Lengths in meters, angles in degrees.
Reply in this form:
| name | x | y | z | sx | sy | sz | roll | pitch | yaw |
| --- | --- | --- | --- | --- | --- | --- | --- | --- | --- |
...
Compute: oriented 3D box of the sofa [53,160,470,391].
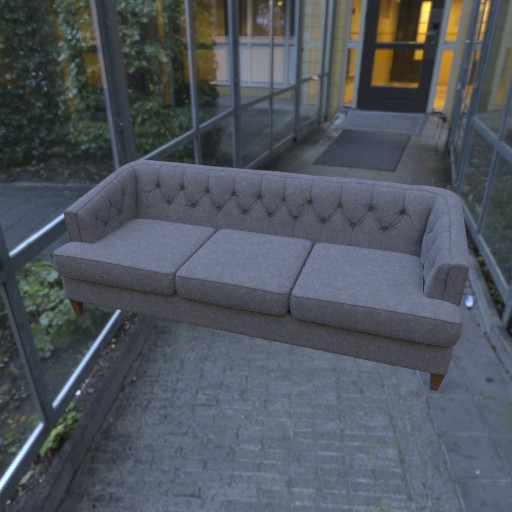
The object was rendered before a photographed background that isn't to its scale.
| name | x | y | z | sx | sy | sz | roll | pitch | yaw |
| --- | --- | --- | --- | --- | --- | --- | --- | --- | --- |
| sofa | 0.000 | 0.000 | 2.668 | 2.247 | 0.806 | 0.917 | 9 | 28 | 16 |
